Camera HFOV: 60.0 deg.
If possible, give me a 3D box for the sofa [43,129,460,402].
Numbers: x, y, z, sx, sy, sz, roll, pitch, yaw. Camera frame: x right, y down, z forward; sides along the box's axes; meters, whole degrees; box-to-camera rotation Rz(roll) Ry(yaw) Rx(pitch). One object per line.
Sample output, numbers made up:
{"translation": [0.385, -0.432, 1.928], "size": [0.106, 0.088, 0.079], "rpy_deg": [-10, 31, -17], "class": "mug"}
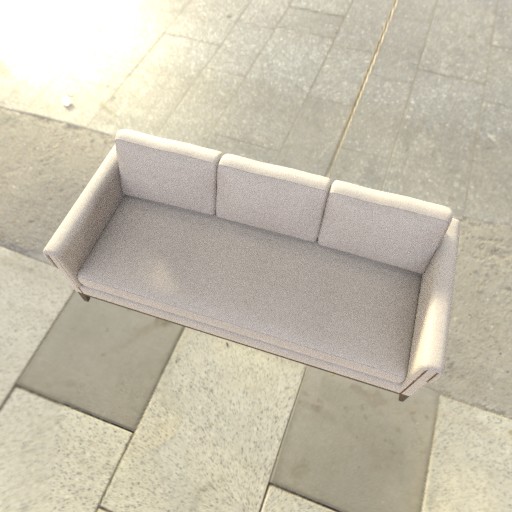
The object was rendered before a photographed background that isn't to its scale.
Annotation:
{"translation": [0.000, 0.000, 2.712], "size": [2.210, 0.838, 0.959], "rpy_deg": [16, 60, 9], "class": "sofa"}
